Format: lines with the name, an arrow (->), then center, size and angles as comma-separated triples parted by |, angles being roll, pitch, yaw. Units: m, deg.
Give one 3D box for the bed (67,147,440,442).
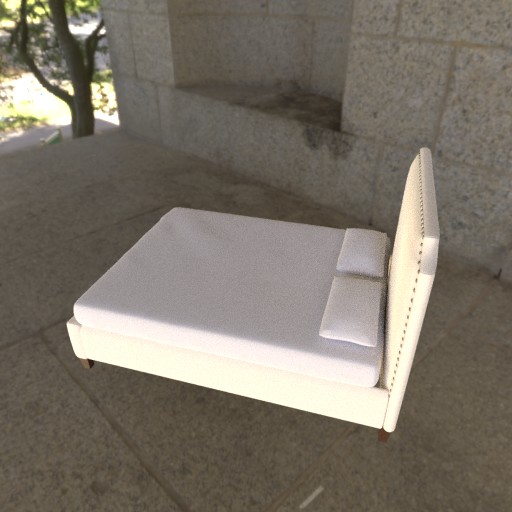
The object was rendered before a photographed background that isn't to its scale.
bed -> 0.000, 0.000, 3.433 | 2.372, 1.497, 1.712 | 9, 33, 14
